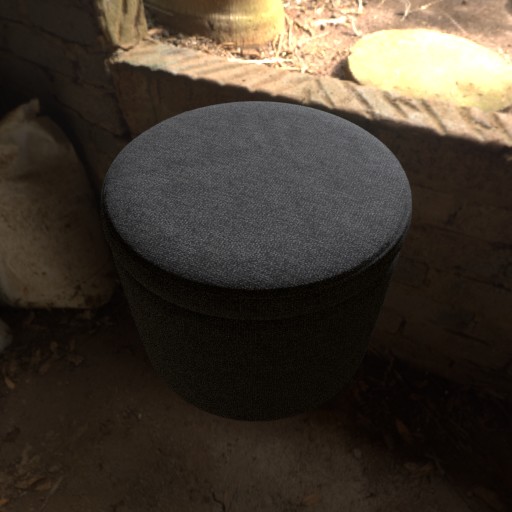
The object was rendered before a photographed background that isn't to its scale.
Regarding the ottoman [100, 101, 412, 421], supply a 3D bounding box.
[{"bbox_3d":[0.000,0.000,0.885,0.520,0.430,0.520,0,47,0],"label":"ottoman"}]
